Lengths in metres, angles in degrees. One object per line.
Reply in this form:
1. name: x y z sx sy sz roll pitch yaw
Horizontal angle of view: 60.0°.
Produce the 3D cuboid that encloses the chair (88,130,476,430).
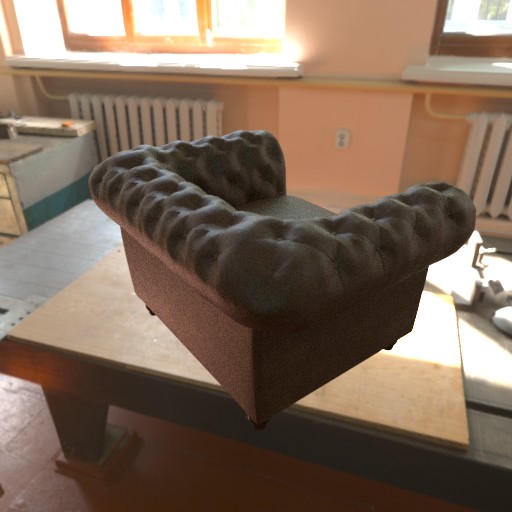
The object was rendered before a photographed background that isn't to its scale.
1. chair: 0.000 0.000 1.824 0.954 0.784 1.298 -19 34 -32
